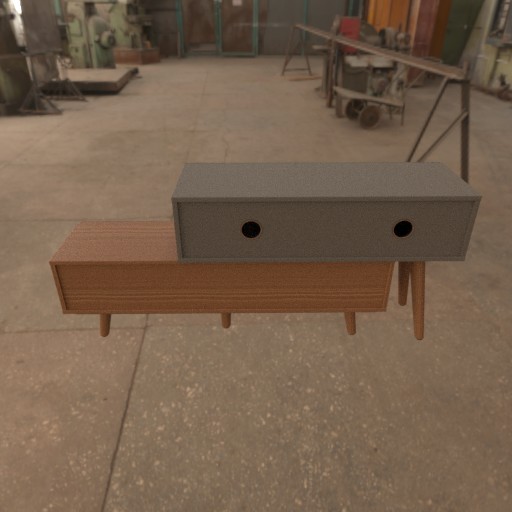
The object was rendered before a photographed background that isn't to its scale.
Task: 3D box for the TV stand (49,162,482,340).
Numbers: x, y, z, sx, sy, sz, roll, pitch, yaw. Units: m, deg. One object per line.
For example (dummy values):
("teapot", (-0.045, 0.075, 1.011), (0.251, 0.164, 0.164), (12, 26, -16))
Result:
("TV stand", (0.000, 0.000, 1.595), (1.336, 0.591, 0.329), (0, 30, -1))
